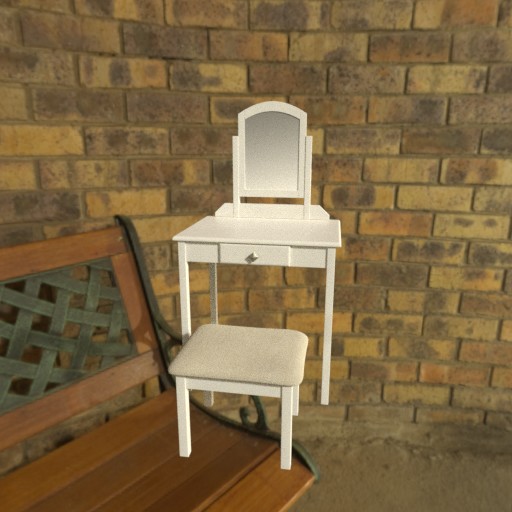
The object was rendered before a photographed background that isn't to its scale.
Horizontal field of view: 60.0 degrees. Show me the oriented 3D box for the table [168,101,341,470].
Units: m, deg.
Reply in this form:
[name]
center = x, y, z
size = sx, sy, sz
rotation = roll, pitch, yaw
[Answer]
[table]
center = 0.000, 0.000, 2.342
size = 0.876, 1.631, 1.211
rotation = 3, 15, 10
